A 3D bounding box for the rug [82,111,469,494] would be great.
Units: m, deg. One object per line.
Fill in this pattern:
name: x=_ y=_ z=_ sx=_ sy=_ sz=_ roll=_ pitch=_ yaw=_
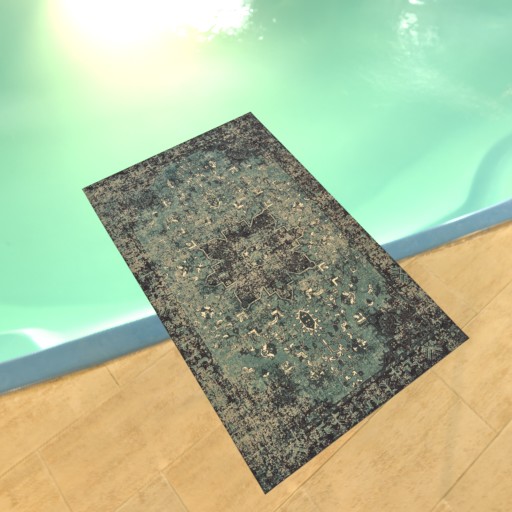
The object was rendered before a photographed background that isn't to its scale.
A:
rug: x=0.000 y=0.000 z=3.024 sx=1.525 sy=0.007 sz=2.440 roll=-30 pitch=63 yaw=-17
